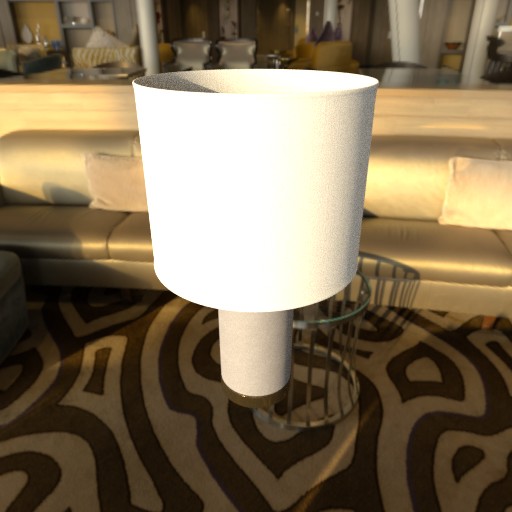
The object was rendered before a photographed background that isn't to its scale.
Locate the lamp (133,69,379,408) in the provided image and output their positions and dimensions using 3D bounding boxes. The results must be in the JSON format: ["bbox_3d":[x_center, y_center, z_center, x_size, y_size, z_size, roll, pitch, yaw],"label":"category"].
[{"bbox_3d":[0.000,0.000,0.509,0.229,0.380,0.229,0,27,0],"label":"lamp"}]
